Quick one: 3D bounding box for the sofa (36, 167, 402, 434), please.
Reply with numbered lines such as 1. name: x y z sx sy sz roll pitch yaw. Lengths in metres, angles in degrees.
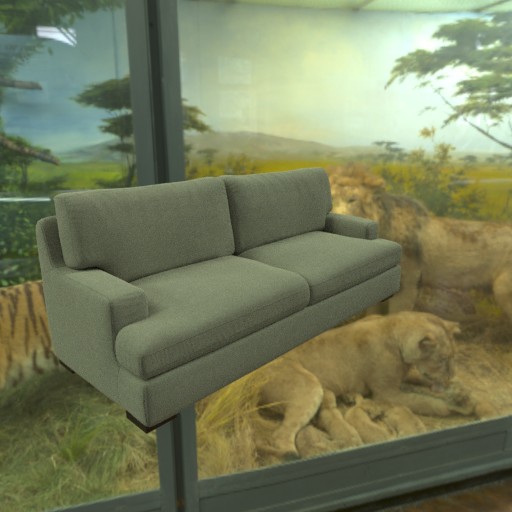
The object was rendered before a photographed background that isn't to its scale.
1. sofa: 0.000 0.000 2.862 0.962 0.980 2.354 15 22 41
